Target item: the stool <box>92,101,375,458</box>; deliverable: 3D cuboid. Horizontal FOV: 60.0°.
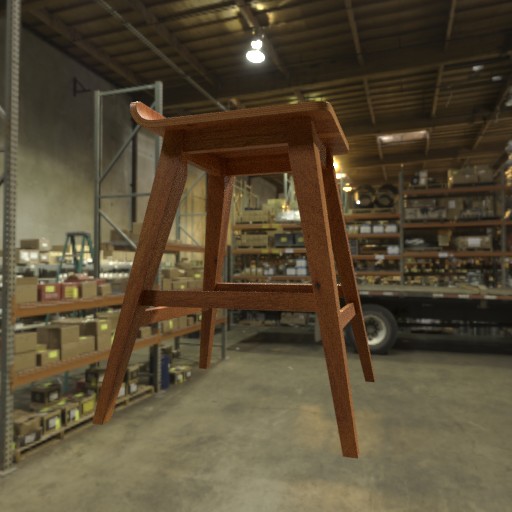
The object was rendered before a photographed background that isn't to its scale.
[{"bbox_3d":[0.000,0.000,1.018,0.500,0.650,0.500,0,-1,18],"label":"stool"}]
